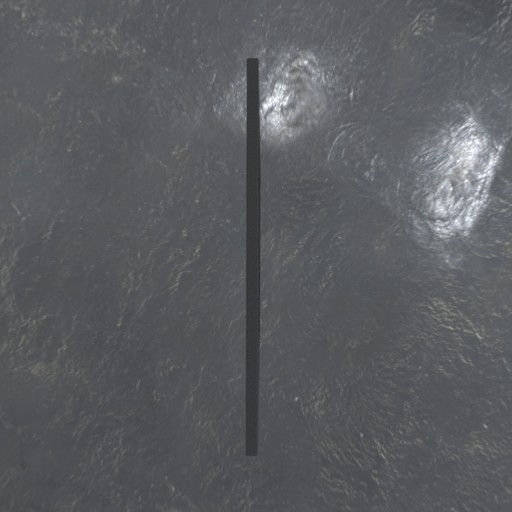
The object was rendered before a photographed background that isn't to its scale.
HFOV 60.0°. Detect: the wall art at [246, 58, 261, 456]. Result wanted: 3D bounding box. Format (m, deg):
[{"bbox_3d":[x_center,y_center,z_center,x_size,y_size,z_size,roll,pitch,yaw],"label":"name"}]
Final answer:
[{"bbox_3d":[0.000,0.000,0.680,0.012,0.529,0.374,0,90,1],"label":"wall art"}]
